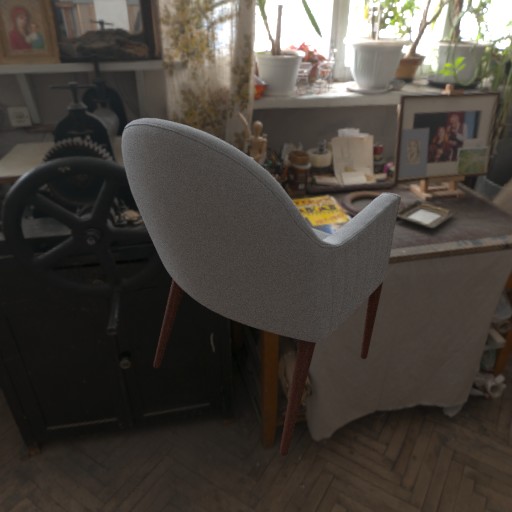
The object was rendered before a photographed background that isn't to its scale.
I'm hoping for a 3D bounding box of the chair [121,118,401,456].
[{"bbox_3d":[0.000,0.000,1.300,0.610,0.889,0.620,22,37,32],"label":"chair"}]
